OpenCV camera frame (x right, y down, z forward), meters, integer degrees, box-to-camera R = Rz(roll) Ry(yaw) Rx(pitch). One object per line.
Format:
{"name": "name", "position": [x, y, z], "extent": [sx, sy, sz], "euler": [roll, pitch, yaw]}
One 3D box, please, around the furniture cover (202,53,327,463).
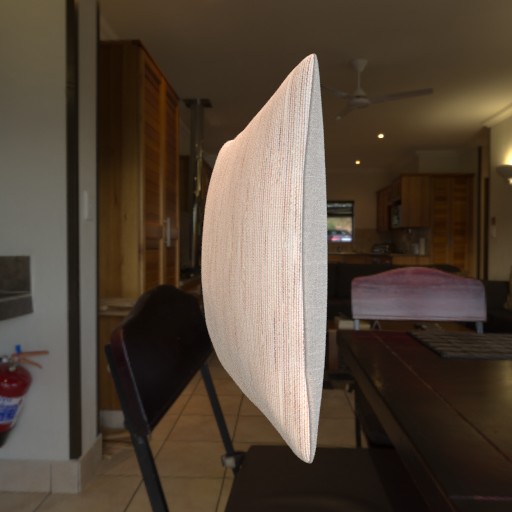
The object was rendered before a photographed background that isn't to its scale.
{"name": "furniture cover", "position": [0.000, 0.000, 0.785], "extent": [0.178, 0.506, 0.512], "euler": [0, 1, -16]}
